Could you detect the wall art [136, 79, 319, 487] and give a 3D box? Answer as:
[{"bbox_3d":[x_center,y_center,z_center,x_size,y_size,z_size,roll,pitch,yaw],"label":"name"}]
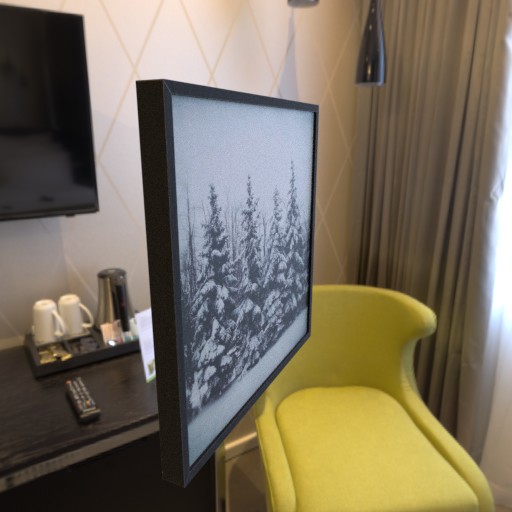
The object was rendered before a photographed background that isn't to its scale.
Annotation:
[{"bbox_3d":[0.000,0.000,0.745,0.036,0.506,0.506,7,17,25],"label":"wall art"}]
